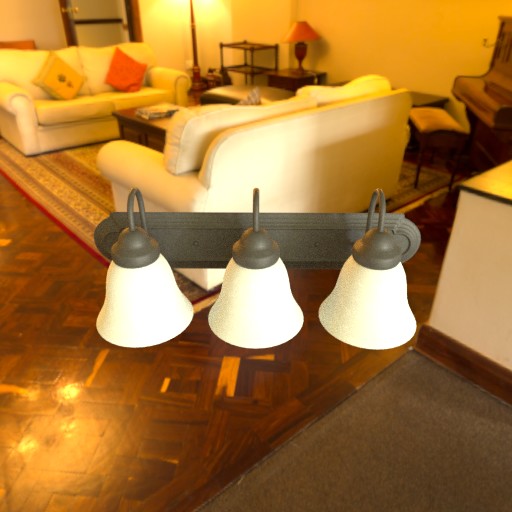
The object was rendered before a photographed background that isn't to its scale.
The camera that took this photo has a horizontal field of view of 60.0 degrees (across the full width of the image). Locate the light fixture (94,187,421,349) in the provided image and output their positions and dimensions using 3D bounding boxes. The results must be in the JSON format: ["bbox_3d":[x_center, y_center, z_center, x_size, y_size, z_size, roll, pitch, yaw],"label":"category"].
[{"bbox_3d":[0.000,0.000,0.731,0.610,0.222,0.199,0,30,1],"label":"light fixture"}]
